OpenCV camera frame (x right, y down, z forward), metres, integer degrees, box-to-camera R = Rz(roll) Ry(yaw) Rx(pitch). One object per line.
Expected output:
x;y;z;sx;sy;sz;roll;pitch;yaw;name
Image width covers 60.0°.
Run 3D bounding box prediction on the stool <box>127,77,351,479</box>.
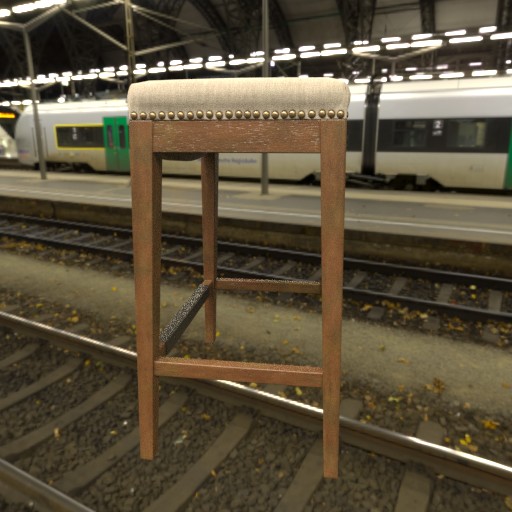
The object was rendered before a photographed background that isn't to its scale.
0.000;0.000;0.947;0.356;0.660;0.508;2;15;8;stool
